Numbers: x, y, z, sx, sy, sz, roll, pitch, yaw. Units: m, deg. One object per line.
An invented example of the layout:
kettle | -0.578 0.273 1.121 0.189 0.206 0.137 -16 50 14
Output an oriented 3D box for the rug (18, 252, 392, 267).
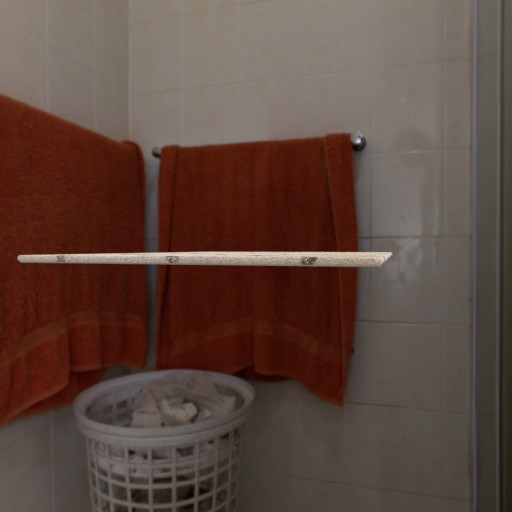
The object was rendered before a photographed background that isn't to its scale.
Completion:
rug | 0.000 0.000 2.080 1.200 0.025 1.600 0 1 18
